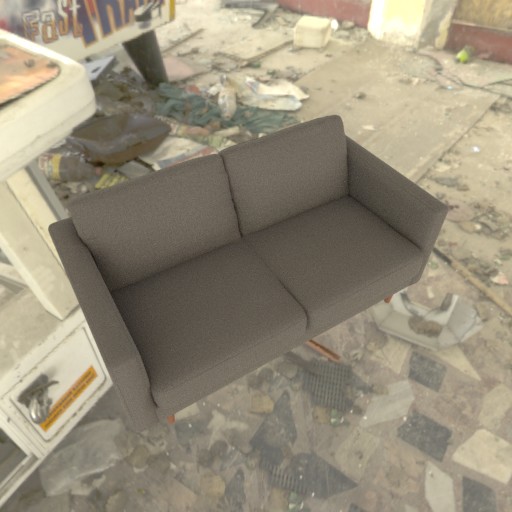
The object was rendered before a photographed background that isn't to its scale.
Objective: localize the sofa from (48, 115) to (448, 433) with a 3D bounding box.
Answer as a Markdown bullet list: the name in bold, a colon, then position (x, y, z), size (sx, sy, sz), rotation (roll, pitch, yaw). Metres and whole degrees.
- **sofa**: position (0.000, 0.000, 2.247), size (1.713, 0.866, 0.940), rotation (-24, 50, -21)
